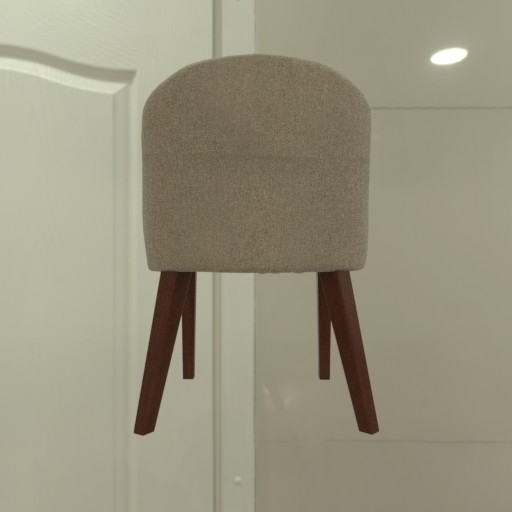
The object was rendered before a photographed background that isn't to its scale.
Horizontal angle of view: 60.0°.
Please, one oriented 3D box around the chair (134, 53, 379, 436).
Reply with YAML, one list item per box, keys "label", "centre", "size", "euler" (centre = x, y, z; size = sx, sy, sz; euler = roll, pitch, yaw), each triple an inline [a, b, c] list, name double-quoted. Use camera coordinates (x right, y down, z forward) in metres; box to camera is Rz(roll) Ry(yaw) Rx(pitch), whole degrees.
- label: "chair"
  centre: [0.000, 0.000, 1.196]
  size: [0.583, 0.811, 0.655]
  euler: [0, 0, 0]
